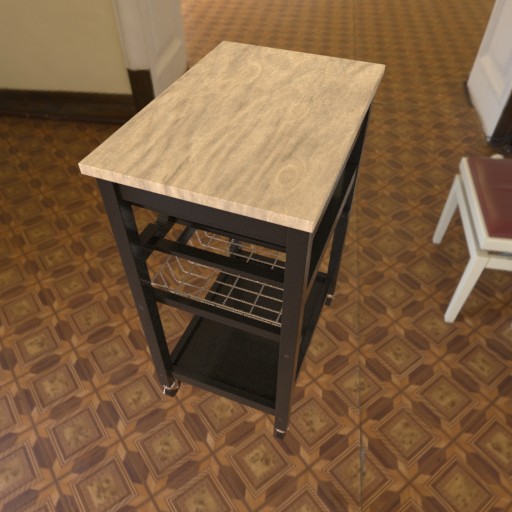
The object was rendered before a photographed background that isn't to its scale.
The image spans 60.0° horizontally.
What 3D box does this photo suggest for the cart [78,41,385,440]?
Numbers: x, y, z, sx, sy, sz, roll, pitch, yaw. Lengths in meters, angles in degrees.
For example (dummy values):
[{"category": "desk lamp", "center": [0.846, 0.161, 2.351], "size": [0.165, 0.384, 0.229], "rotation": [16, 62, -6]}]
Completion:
[{"category": "cart", "center": [0.000, 0.000, 1.161], "size": [0.403, 0.839, 0.584], "rotation": [16, 48, 15]}]
